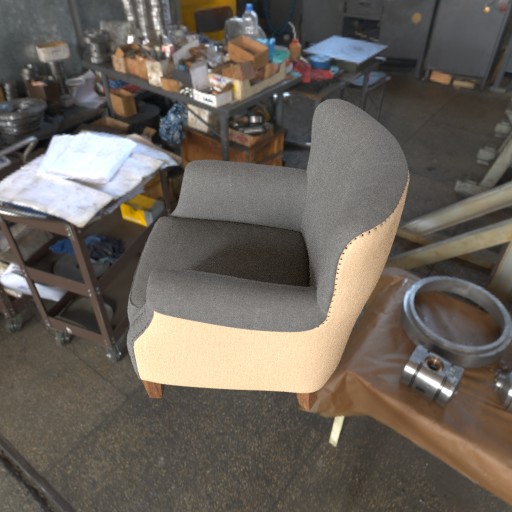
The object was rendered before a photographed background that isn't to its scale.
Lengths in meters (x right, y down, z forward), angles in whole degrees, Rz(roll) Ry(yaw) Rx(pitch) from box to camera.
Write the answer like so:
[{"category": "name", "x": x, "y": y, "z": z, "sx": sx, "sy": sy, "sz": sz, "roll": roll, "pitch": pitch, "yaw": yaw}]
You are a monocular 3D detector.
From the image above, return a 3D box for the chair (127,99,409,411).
[{"category": "chair", "x": 0.000, "y": 0.000, "z": 1.675, "sx": 0.921, "sy": 0.936, "sz": 0.861, "roll": 2, "pitch": 41, "yaw": 2}]
